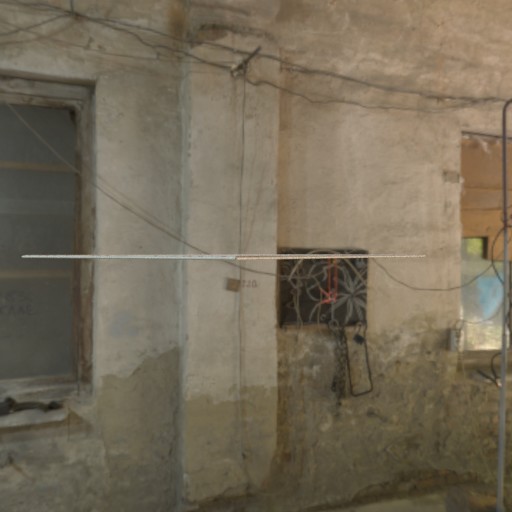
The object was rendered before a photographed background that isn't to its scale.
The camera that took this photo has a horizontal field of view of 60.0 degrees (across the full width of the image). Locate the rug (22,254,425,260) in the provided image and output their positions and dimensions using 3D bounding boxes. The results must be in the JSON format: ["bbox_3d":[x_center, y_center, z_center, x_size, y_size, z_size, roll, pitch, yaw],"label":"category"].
[{"bbox_3d":[0.000,0.000,2.334,1.219,0.012,1.839,0,0,36],"label":"rug"}]
